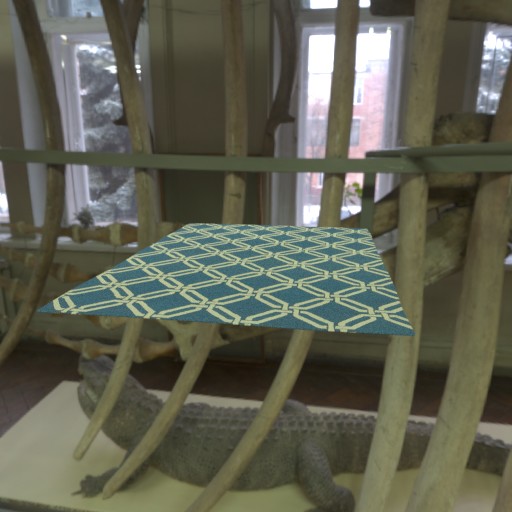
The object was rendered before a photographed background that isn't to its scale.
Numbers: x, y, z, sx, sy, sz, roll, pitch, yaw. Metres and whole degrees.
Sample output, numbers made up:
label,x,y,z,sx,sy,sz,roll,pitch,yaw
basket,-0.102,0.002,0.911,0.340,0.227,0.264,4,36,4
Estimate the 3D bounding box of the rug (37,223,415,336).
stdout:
label,x,y,z,sx,sy,sz,roll,pitch,yaw
rug,0.000,0.000,2.733,1.524,0.013,2.135,2,14,9
